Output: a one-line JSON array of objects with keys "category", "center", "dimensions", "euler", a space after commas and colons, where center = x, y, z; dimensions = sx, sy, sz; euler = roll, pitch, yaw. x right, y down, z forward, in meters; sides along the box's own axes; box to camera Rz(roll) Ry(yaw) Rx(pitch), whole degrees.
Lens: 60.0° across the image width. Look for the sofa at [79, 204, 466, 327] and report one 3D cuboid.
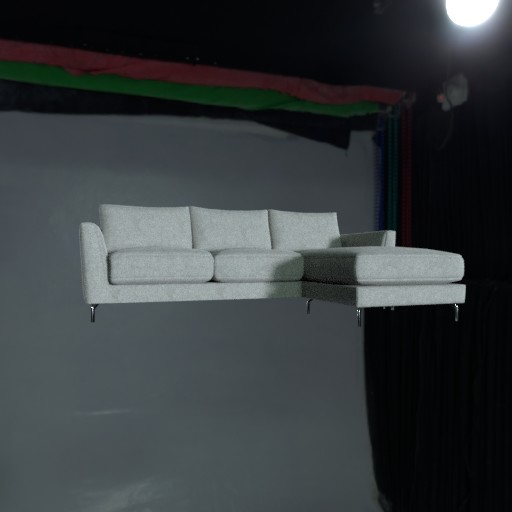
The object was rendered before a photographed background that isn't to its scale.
[{"category": "sofa", "center": [0.000, 0.000, 3.277], "dimensions": [2.438, 0.864, 1.626], "euler": [0, 0, -20]}]
